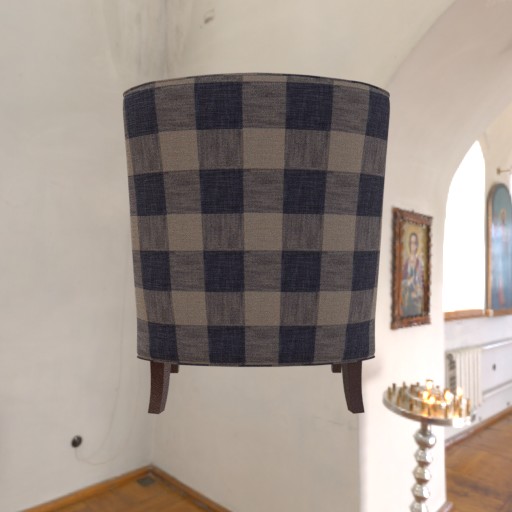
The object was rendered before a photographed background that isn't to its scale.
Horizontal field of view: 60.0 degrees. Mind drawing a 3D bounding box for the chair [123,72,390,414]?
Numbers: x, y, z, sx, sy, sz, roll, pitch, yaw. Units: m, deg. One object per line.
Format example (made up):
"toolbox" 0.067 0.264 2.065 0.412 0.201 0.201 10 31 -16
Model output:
"chair" 0.000 0.000 1.654 0.830 1.041 0.889 0 -1 0
